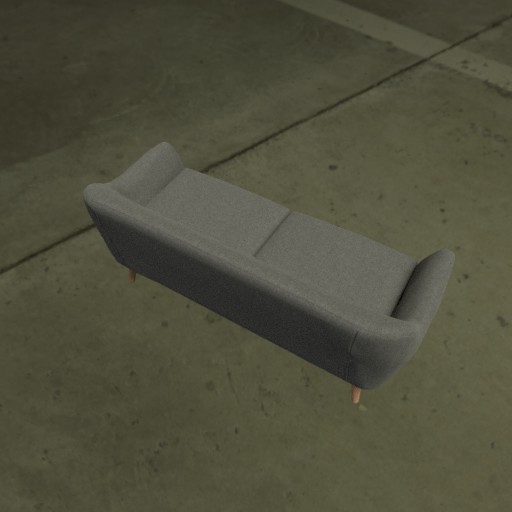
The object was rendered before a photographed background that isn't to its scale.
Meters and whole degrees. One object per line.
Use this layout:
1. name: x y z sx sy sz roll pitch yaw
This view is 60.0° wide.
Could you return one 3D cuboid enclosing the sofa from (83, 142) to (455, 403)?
1. sofa: 0.000 0.000 2.364 1.840 0.820 0.820 25 53 20
